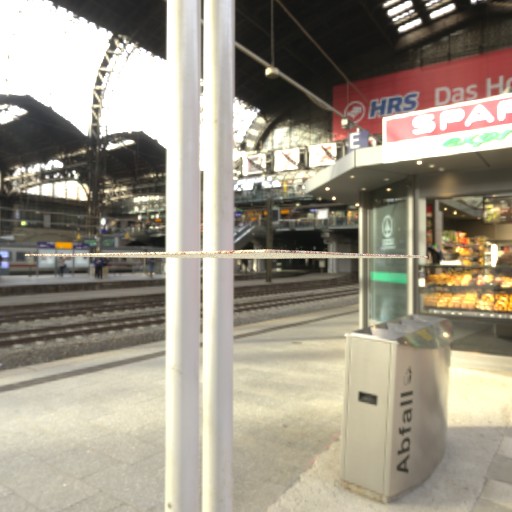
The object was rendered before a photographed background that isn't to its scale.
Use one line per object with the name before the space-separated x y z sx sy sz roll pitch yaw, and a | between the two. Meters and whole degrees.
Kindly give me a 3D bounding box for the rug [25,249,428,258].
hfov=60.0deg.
rug | 0.000 0.000 4.282 2.436 0.024 3.226 -1 -1 35
